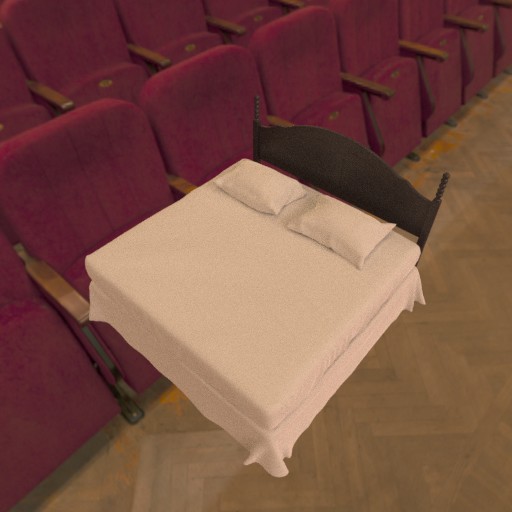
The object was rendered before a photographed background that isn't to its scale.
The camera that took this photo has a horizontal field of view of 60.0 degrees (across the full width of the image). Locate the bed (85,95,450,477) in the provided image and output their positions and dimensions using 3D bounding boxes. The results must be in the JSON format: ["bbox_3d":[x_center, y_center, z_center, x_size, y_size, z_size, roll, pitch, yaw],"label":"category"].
[{"bbox_3d":[0.000,0.000,3.601,2.322,1.355,2.219,32,54,27],"label":"bed"}]
